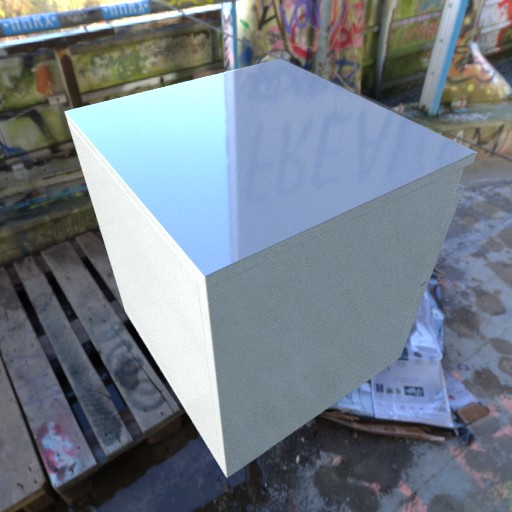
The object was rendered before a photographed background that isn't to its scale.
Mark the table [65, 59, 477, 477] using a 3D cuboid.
[{"bbox_3d":[0.000,0.000,0.770,0.400,0.470,0.420,-25,48,-25],"label":"table"}]
